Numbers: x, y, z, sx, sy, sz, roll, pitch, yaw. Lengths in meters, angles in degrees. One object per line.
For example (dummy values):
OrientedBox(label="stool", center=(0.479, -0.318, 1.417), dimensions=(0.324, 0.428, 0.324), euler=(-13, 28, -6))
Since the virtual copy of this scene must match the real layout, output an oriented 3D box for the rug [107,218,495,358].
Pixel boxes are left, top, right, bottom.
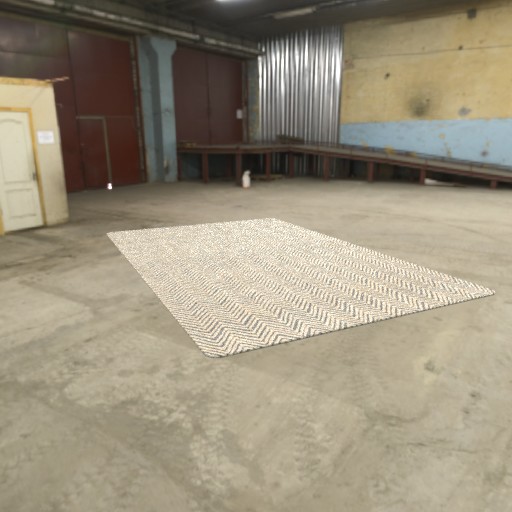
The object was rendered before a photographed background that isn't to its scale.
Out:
OrientedBox(label="rug", center=(0.000, 0.000, 2.150), dimensions=(1.144, 0.008, 1.752), euler=(-7, 17, -25))
